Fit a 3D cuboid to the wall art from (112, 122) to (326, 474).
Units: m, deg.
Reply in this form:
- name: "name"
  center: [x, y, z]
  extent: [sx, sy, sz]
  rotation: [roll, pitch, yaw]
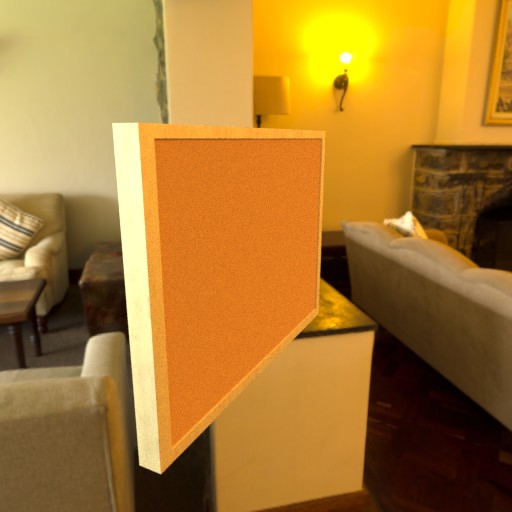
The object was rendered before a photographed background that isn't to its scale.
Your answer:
- name: "wall art"
  center: [0.000, 0.000, 0.687]
  extent: [0.032, 0.380, 0.532]
  rotation: [7, 17, 26]
